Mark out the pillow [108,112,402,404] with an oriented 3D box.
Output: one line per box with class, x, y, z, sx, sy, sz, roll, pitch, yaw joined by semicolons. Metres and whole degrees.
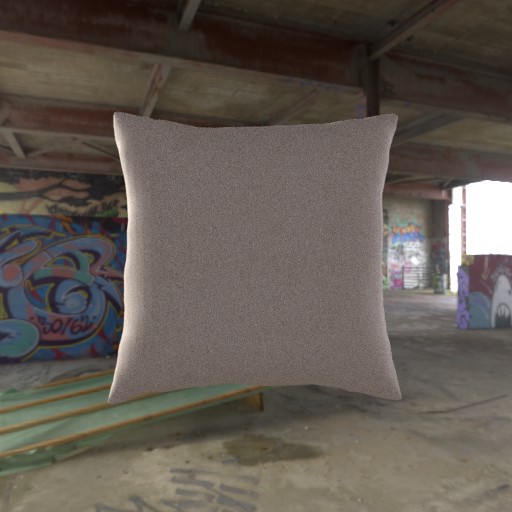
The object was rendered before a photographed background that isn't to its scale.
pillow;0.000;0.000;0.664;0.433;0.436;0.173;0;-1;-1
